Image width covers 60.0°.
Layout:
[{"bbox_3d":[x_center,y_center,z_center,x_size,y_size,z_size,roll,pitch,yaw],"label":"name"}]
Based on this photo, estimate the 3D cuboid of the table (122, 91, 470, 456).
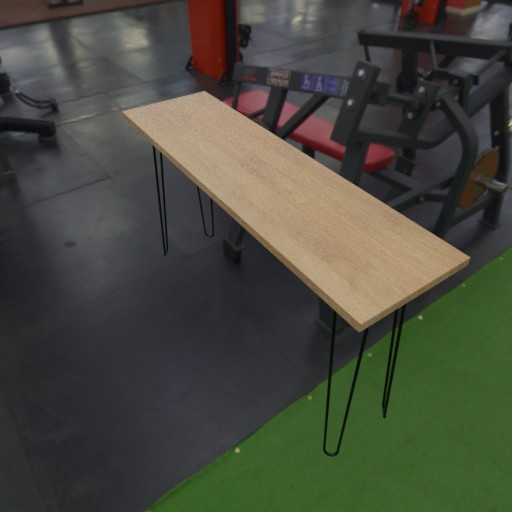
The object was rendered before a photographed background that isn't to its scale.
[{"bbox_3d":[0.000,0.000,1.769,0.399,0.799,1.400,-25,47,-25],"label":"table"}]
